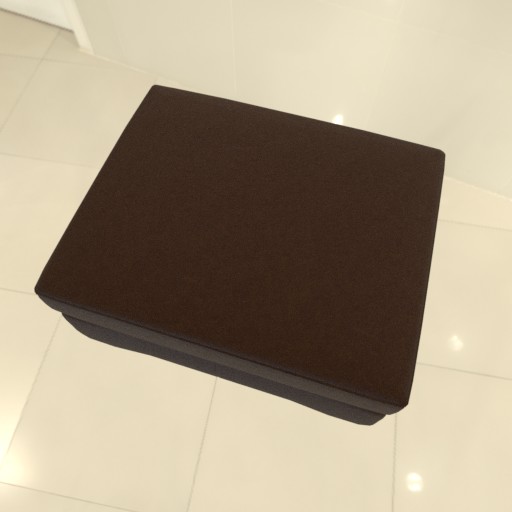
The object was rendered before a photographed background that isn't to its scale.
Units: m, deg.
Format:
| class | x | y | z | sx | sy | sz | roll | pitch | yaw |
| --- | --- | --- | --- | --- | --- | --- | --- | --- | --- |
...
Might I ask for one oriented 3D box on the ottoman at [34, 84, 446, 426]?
| class | x | y | z | sx | sy | sz | roll | pitch | yaw |
| --- | --- | --- | --- | --- | --- | --- | --- | --- | --- |
| ottoman | 0.000 | 0.000 | 1.771 | 1.187 | 0.730 | 0.967 | 16 | 64 | 8 |
